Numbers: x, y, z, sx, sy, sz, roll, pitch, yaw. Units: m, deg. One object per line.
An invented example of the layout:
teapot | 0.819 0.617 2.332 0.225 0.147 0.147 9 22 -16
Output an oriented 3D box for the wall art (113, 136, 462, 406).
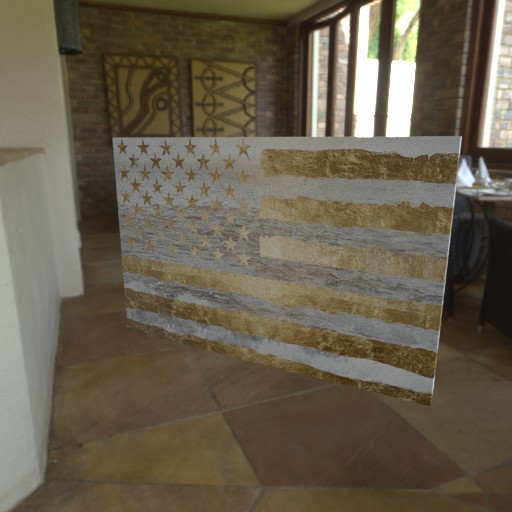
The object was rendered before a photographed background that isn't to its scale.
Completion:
wall art | 0.000 0.000 1.178 0.932 0.610 0.027 7 16 26
